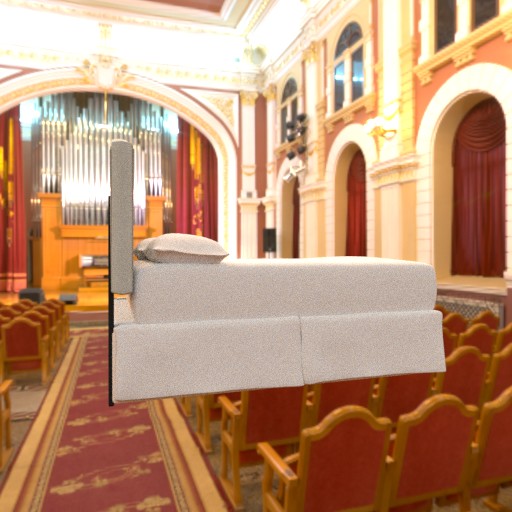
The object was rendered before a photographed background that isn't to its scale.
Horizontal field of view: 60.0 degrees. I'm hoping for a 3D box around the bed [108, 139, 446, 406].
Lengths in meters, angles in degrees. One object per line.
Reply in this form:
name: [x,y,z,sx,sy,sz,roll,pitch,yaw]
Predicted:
bed: [0.000,0.000,3.461,2.180,1.607,1.813,0,0,-18]
